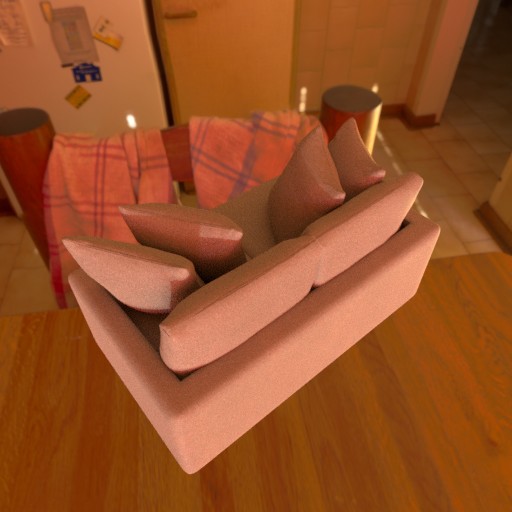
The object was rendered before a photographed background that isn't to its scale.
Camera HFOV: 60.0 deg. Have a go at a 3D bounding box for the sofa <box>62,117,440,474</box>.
[{"bbox_3d":[0.000,0.000,2.587,1.869,1.080,1.228,-31,53,-27],"label":"sofa"}]
